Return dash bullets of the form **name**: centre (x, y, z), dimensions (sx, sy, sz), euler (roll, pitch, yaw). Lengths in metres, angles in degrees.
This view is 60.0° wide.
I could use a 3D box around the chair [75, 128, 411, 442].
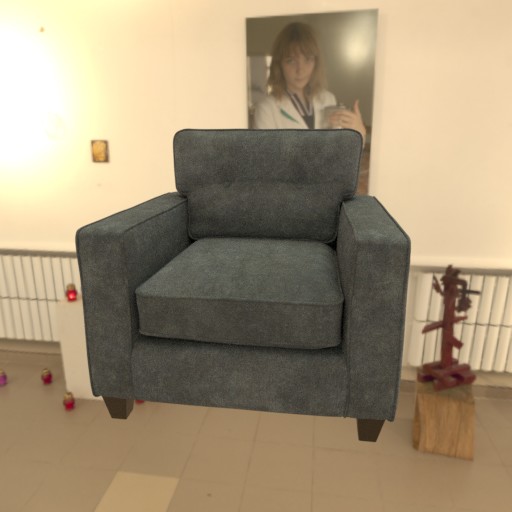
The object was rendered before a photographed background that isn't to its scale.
- **chair**: centre (0.000, 0.000, 1.736), dimensions (1.015, 0.965, 0.939), euler (2, 16, 8)
